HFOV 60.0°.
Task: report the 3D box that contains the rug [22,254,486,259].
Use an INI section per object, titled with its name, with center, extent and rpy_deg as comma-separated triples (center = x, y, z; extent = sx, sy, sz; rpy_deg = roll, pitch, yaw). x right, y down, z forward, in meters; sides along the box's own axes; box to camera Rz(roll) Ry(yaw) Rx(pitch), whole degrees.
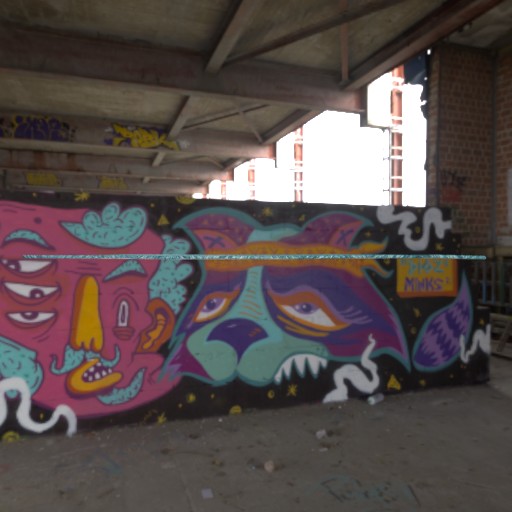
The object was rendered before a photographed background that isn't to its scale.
[rug]
center = 0.000, 0.000, 2.197
extent = 1.728, 0.017, 1.136
rpy_deg = 0, 0, 1
